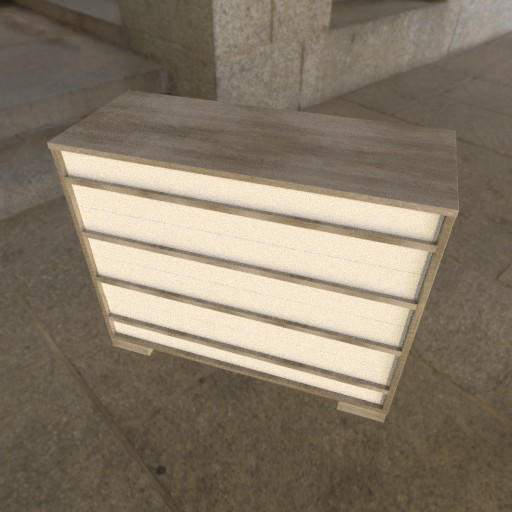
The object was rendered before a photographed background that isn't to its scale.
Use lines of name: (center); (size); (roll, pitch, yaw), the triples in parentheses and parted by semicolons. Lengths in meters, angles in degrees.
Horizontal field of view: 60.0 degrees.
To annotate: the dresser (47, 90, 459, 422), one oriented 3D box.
dresser: (0.000, 0.000, 1.421); (0.994, 0.816, 0.404); (12, 41, 14)
